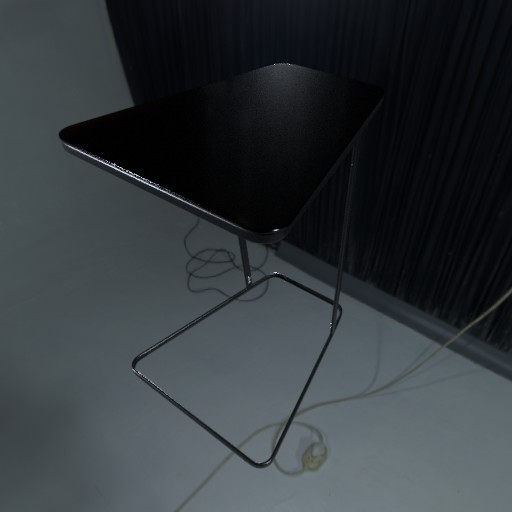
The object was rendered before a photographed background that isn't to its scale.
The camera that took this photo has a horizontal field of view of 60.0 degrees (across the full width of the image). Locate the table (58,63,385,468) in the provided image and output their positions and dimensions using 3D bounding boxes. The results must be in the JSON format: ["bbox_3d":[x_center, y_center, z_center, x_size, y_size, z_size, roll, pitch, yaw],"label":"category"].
[{"bbox_3d":[0.000,0.000,0.945,0.427,0.624,0.500,27,48,27],"label":"table"}]
